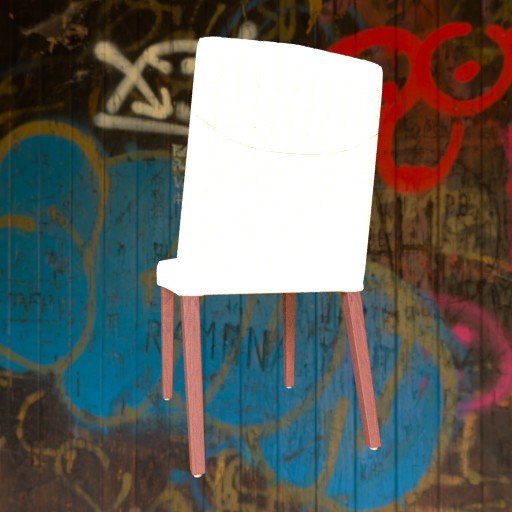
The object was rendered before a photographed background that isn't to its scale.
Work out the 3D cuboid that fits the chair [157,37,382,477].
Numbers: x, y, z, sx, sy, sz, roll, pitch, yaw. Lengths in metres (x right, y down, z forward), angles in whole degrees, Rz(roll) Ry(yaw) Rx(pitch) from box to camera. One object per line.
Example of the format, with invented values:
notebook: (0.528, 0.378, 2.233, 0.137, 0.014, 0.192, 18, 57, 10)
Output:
chair: (0.000, 0.000, 1.211, 0.480, 0.900, 0.594, 0, 0, -18)
